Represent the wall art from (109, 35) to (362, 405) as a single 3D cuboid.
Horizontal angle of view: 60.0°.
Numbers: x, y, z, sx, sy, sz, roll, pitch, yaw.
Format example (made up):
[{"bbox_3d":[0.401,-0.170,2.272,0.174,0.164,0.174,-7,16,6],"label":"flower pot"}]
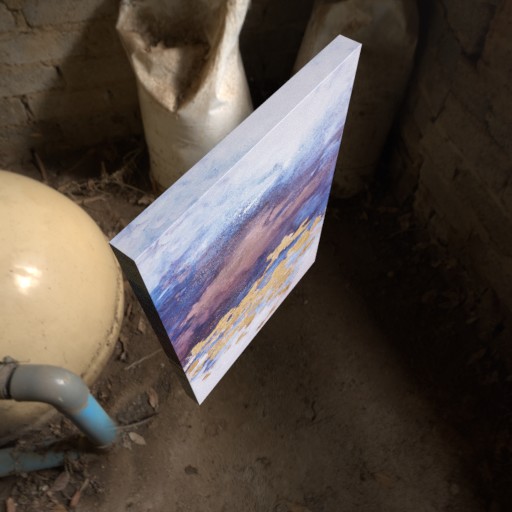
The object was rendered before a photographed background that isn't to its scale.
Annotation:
[{"bbox_3d":[0.000,0.000,0.770,0.036,0.581,0.437,33,64,18],"label":"wall art"}]
